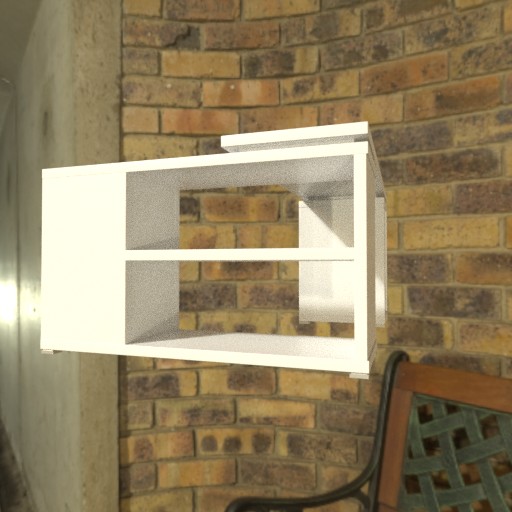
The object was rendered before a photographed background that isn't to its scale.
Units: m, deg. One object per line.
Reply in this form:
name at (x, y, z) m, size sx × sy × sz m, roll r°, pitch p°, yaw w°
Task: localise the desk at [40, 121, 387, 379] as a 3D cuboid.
desk at (0.000, 0.000, 2.203) m, size 1.200 × 0.753 × 1.524 m, roll 0°, pitch -1°, yaw 18°
